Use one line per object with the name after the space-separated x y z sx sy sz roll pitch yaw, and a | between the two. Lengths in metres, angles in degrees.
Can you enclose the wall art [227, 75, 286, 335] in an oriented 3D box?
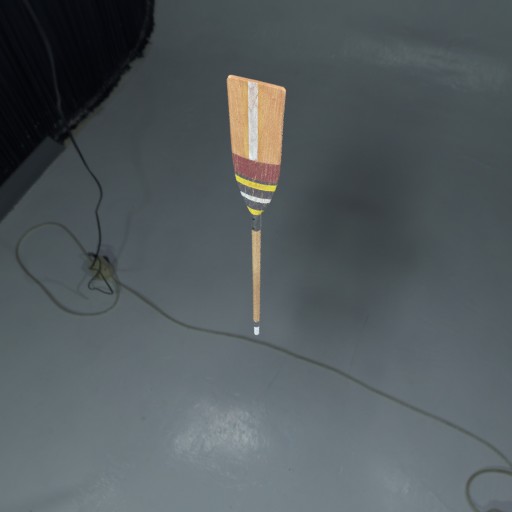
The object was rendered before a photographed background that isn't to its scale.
0.000 0.000 1.701 0.146 1.556 0.038 18 60 11 | wall art
